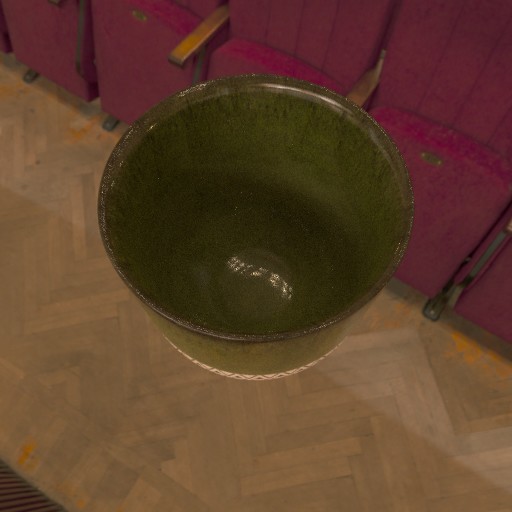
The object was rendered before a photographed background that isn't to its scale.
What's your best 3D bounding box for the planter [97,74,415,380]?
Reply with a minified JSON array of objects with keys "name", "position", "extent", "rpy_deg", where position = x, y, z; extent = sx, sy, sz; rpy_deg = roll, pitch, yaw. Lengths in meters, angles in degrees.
[{"name":"planter","position":[0.000,0.000,0.495],"extent":[0.266,0.270,0.266],"rpy_deg":[0,64,0]}]
